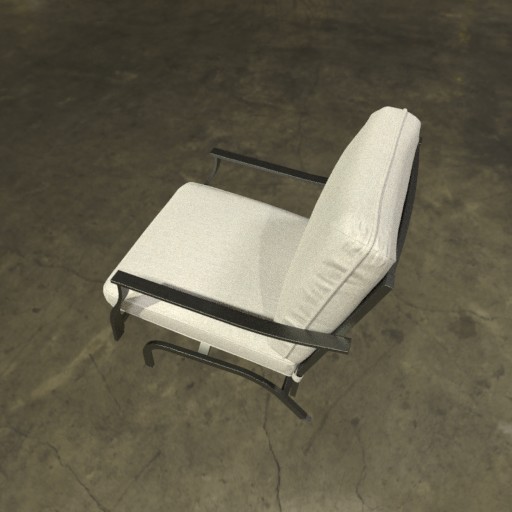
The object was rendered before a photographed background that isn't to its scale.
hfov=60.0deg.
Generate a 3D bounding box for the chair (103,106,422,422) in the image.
[{"bbox_3d":[0.000,0.000,1.365,0.787,0.860,0.650,15,48,14],"label":"chair"}]
